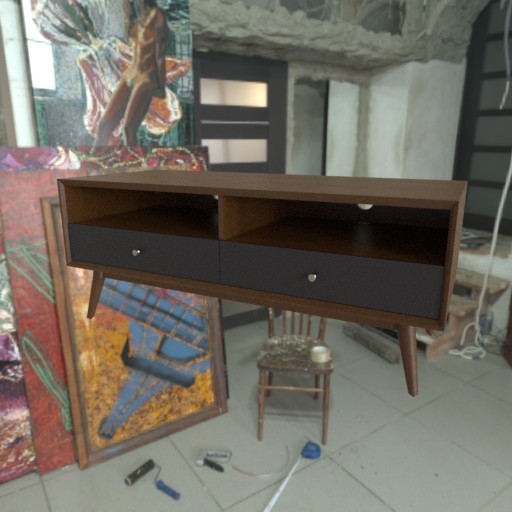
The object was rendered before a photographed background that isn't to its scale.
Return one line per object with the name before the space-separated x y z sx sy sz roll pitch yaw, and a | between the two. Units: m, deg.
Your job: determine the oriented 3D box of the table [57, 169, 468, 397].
table | 0.000 0.000 1.367 1.119 0.464 0.490 7 16 26
